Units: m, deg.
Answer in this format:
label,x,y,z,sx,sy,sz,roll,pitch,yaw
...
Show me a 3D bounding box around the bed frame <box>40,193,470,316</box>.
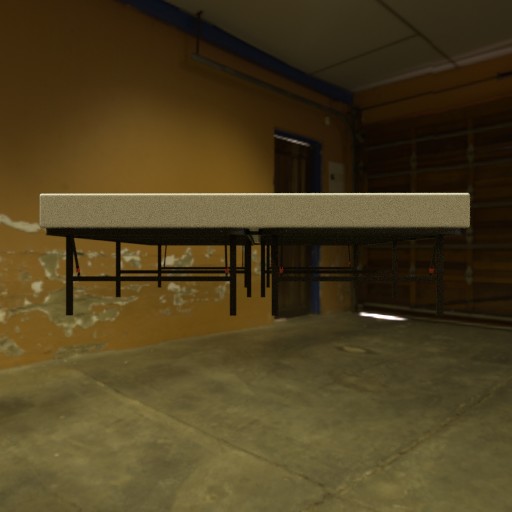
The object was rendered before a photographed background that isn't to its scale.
label,x,y,z,sx,sy,sz,roll,pitch,yaw
bed frame,0.000,0.000,3.000,1.930,0.559,2.032,0,0,1
